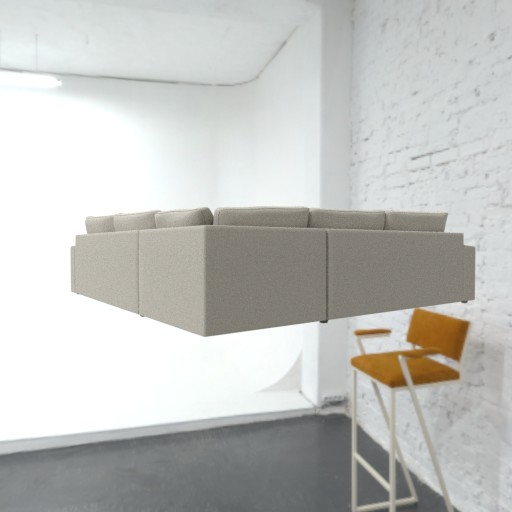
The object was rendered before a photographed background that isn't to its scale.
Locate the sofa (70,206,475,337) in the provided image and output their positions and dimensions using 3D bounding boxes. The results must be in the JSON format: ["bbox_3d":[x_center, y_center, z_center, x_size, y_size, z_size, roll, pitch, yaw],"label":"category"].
[{"bbox_3d":[0.000,0.000,4.796,3.066,0.918,3.206,-1,2,-36],"label":"sofa"}]
